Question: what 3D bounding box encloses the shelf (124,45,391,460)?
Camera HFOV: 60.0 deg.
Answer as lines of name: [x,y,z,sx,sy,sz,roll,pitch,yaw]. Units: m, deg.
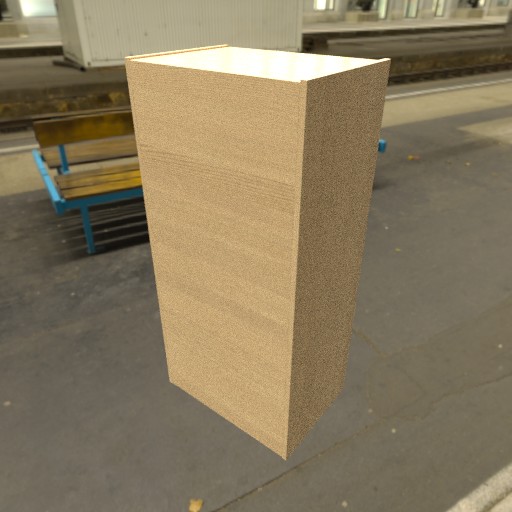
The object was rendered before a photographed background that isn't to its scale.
shelf: [0.000,0.000,1.067,0.417,0.876,0.292,22,37,32]
